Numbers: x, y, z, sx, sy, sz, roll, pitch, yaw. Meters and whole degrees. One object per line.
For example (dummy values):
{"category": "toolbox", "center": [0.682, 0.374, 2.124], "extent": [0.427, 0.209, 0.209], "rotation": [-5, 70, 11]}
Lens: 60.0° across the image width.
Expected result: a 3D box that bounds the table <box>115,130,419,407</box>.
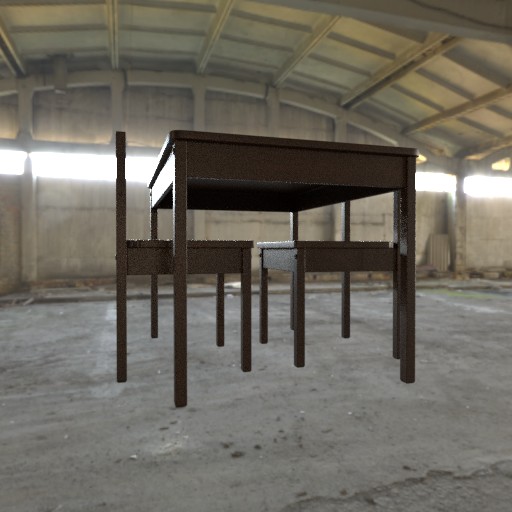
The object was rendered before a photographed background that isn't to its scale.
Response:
{"category": "table", "center": [0.000, 0.000, 1.116], "extent": [0.672, 0.503, 0.650], "rotation": [0, 1, -17]}
